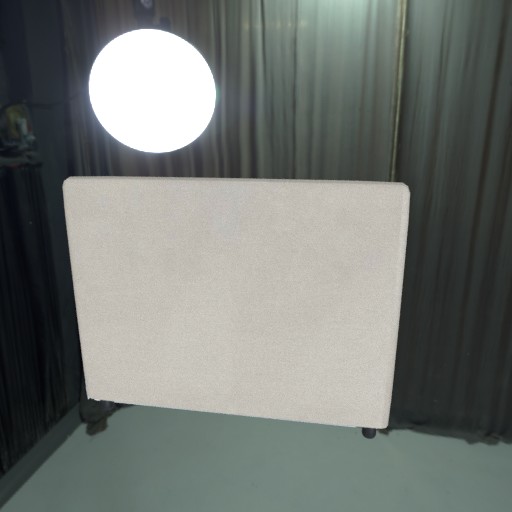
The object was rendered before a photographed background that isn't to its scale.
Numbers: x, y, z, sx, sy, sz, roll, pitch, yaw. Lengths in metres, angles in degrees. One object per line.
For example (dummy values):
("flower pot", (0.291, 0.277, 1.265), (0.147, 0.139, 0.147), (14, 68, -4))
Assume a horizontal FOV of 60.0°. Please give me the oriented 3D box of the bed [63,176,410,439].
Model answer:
("bed", (0.000, 0.000, 3.212), (1.723, 1.330, 2.142), (3, 16, 9))
